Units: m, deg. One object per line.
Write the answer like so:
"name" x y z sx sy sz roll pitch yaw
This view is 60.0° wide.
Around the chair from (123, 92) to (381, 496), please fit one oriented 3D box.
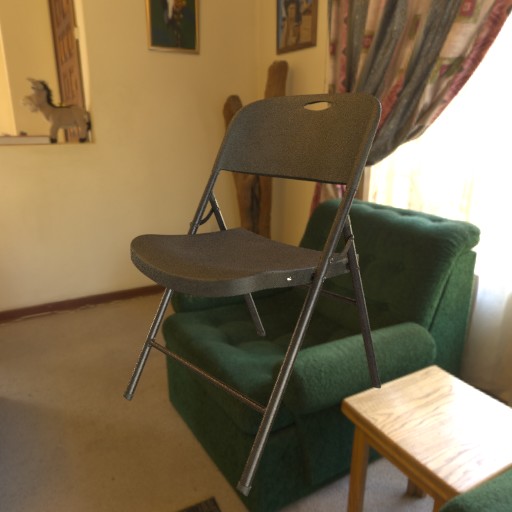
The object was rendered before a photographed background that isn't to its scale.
"chair" 0.000 0.000 1.146 0.494 0.810 0.566 16 23 42
